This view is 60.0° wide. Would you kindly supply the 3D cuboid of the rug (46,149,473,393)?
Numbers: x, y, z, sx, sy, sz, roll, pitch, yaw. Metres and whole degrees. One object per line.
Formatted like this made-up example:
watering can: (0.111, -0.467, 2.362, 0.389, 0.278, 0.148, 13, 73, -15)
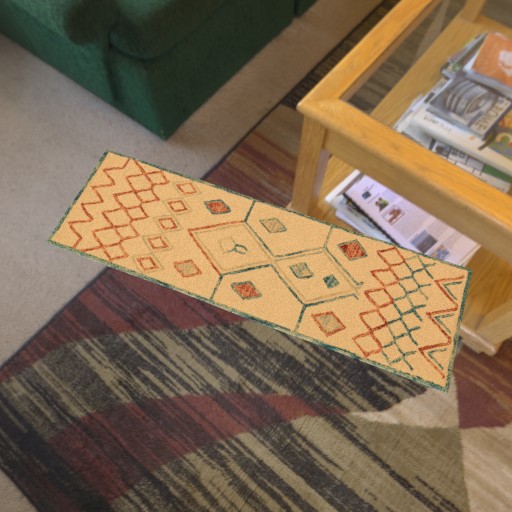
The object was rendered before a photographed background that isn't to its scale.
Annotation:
rug: (0.000, 0.000, 2.637, 2.435, 0.011, 0.750, 19, 67, 9)
